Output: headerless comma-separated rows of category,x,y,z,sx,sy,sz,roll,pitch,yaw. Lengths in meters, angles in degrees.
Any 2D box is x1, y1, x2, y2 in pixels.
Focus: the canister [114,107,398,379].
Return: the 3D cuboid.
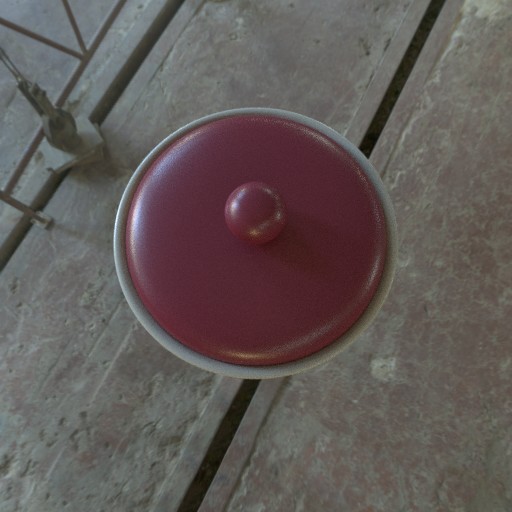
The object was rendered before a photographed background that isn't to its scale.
canister,0.000,0.000,0.338,0.181,0.211,0.181,0,75,0
